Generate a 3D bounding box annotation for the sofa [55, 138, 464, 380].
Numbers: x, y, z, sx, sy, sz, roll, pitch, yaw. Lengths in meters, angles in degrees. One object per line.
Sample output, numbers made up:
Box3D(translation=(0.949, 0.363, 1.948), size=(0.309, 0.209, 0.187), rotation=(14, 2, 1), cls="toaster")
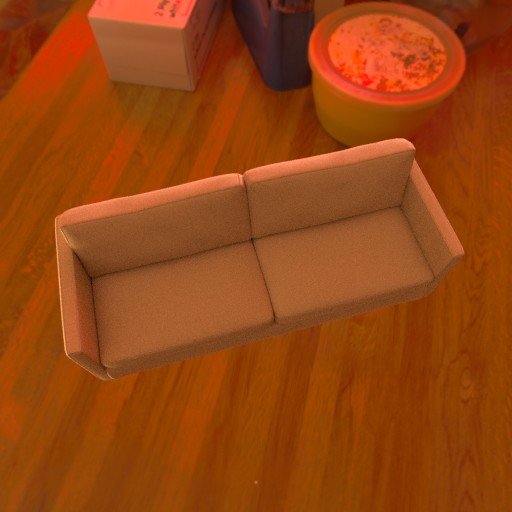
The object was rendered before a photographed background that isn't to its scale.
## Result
Box3D(translation=(0.000, 0.000, 2.921), size=(2.361, 0.968, 0.951), rotation=(-13, 64, -7), cls="sofa")
